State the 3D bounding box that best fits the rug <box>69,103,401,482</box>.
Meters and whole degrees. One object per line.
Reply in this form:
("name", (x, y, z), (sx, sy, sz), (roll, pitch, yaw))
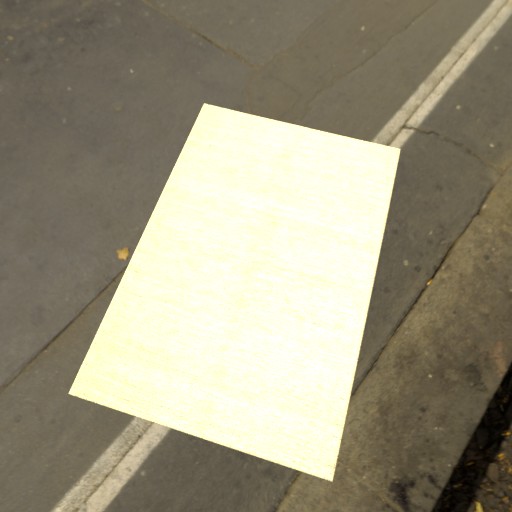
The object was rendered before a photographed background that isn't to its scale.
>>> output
("rug", (0.000, 0.000, 2.347), (1.250, 0.015, 1.850), (15, 66, 7))
